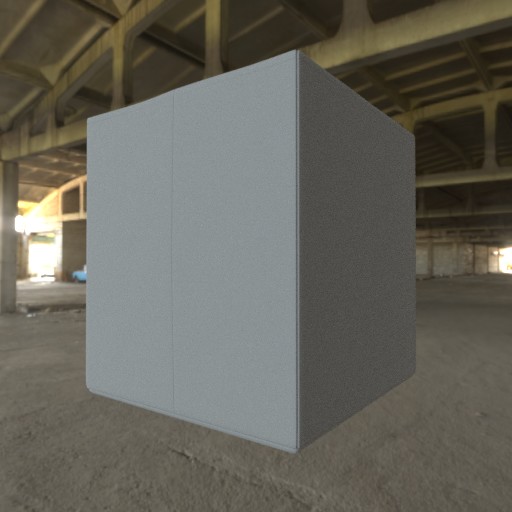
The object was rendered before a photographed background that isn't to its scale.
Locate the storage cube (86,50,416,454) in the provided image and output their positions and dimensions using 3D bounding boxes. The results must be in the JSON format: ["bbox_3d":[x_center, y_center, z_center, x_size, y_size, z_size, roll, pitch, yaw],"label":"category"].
[{"bbox_3d":[0.000,0.000,0.487,0.270,0.280,0.270,0,-1,36],"label":"storage cube"}]
